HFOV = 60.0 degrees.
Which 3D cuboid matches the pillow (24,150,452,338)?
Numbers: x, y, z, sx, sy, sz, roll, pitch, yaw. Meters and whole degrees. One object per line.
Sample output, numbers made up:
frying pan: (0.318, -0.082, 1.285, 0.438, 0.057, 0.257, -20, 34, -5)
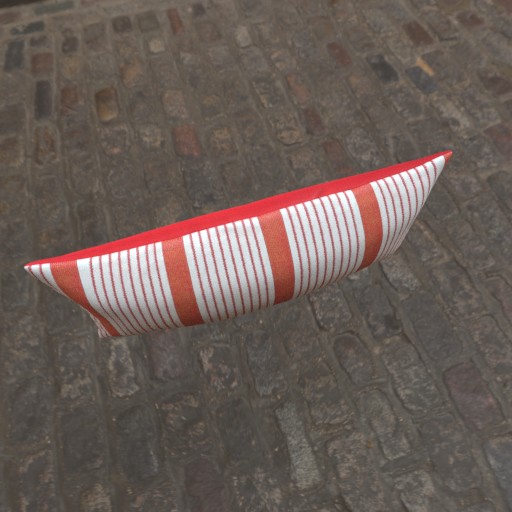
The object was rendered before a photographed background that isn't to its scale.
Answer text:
pillow: (0.000, 0.000, 0.726, 0.608, 0.297, 0.151, -16, 64, -8)
